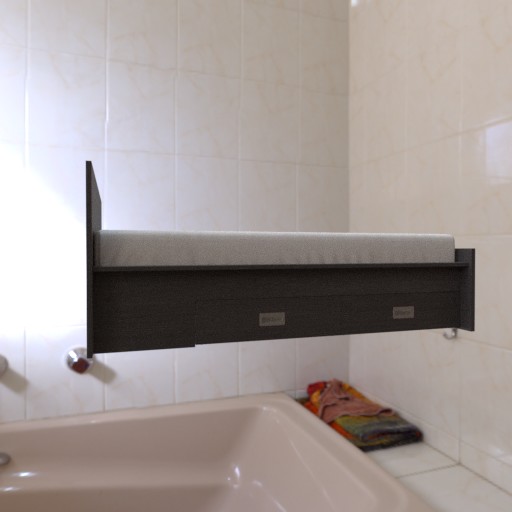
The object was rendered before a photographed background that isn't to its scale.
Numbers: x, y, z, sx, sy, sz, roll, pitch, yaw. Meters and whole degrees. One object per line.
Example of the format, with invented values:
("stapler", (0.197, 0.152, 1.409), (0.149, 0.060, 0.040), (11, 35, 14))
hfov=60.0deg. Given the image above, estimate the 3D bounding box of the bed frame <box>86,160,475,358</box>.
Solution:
("bed frame", (0.000, 0.000, 2.859), (1.960, 0.800, 1.622), (0, 1, -18))
